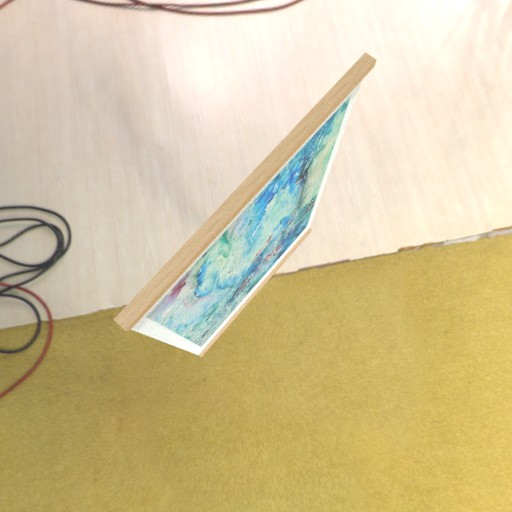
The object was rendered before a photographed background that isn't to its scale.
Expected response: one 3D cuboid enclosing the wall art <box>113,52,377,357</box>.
[{"bbox_3d":[0.000,0.000,0.758,0.016,0.611,0.401,40,78,10],"label":"wall art"}]
